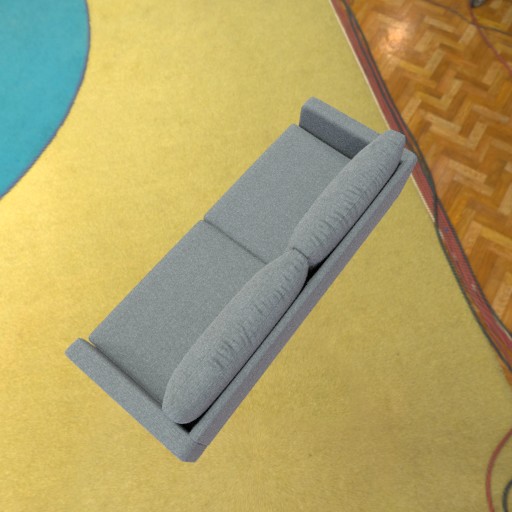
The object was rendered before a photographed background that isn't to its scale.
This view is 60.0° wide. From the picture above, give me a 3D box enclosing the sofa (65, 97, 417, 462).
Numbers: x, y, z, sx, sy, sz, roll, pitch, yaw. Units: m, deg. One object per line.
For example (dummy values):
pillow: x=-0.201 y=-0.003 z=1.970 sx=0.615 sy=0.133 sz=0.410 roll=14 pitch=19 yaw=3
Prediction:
sofa: x=0.000 y=0.000 z=2.676 sx=0.880 sy=0.880 sz=2.200 roll=35 pitch=70 yaw=15
